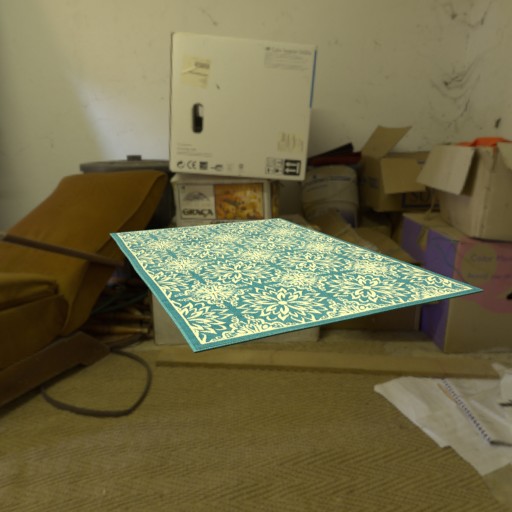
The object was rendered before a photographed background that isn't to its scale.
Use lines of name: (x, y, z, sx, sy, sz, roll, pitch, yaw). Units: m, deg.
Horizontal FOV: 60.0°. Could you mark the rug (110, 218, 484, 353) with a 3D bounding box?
rug: (0.000, 0.000, 2.918, 1.554, 0.012, 2.205, -7, 17, -24)
